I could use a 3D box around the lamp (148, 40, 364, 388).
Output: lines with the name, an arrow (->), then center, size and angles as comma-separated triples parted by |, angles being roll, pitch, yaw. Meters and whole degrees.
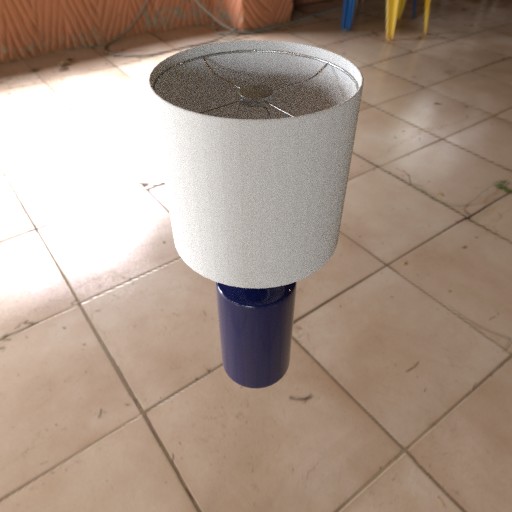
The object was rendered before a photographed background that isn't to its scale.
lamp -> 0.000, 0.000, 0.607 | 0.212, 0.493, 0.212 | -27, 49, -27
